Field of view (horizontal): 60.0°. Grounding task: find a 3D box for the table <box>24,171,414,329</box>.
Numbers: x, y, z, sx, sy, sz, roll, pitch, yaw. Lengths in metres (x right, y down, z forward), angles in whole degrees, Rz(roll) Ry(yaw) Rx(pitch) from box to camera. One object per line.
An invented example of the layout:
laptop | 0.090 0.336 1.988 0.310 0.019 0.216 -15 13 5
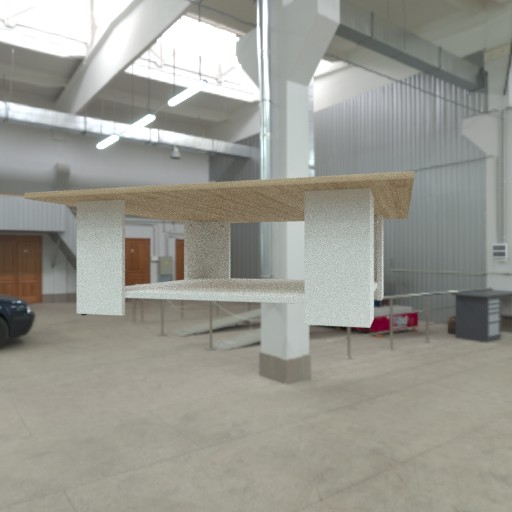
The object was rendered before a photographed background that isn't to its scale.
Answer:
table | 0.000 0.000 1.358 0.890 0.305 0.890 0 0 18
